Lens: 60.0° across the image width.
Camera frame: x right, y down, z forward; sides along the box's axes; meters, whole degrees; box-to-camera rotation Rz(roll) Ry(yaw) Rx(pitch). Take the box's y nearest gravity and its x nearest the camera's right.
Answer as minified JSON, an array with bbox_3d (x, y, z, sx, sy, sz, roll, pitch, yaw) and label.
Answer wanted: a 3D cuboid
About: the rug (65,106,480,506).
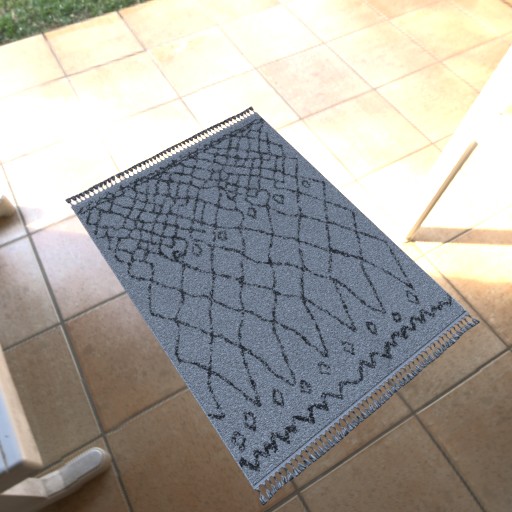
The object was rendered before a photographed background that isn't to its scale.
[{"bbox_3d":[0.000,0.000,2.864,1.613,0.017,2.312,-32,64,-18],"label":"rug"}]
